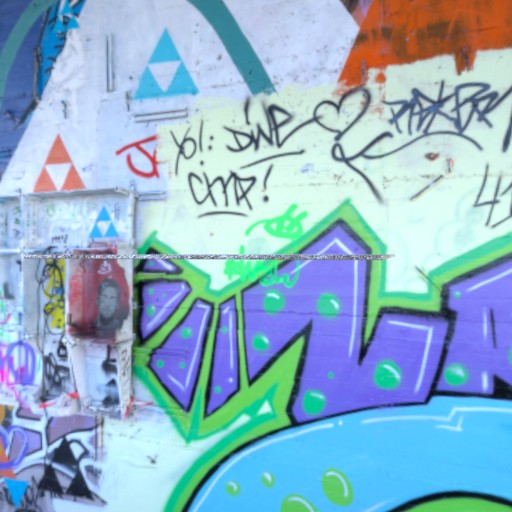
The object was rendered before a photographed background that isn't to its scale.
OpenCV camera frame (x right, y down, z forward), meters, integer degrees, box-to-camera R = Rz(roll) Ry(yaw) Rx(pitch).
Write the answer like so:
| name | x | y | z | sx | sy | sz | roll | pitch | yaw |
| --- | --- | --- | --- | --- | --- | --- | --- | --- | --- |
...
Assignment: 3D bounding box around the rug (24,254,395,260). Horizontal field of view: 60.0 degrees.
| name | x | y | z | sx | sy | sz | roll | pitch | yaw |
| --- | --- | --- | --- | --- | --- | --- | --- | --- | --- |
| rug | 0.000 | 0.000 | 4.111 | 2.401 | 0.025 | 3.000 | 0 | 0 | 19 |
